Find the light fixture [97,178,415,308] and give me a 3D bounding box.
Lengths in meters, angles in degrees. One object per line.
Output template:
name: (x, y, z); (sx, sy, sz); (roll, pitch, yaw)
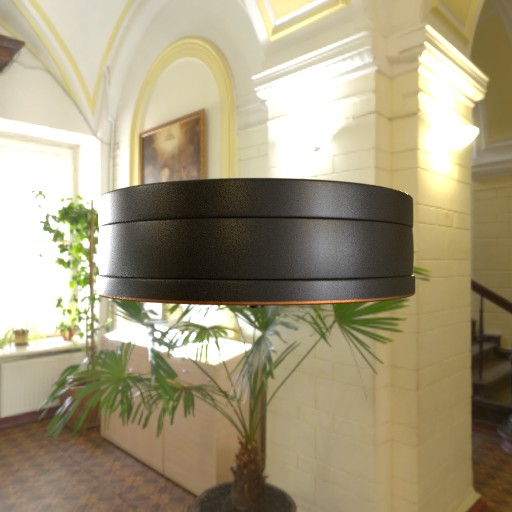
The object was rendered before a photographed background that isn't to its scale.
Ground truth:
light fixture: (0.000, 0.000, 0.419); (0.283, 0.097, 0.283); (0, -1, 0)
